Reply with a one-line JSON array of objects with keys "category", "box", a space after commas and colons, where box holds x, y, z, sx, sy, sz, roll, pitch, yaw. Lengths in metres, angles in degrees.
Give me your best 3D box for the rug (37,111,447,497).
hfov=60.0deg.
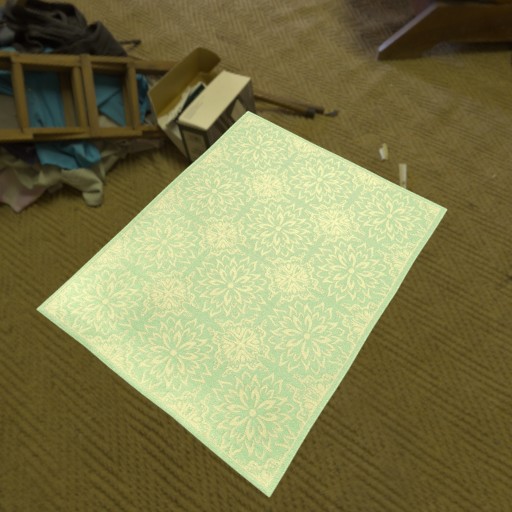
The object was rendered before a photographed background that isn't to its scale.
[{"category": "rug", "box": [0.000, 0.000, 3.958, 2.363, 0.012, 2.980, 31, 64, 18]}]
